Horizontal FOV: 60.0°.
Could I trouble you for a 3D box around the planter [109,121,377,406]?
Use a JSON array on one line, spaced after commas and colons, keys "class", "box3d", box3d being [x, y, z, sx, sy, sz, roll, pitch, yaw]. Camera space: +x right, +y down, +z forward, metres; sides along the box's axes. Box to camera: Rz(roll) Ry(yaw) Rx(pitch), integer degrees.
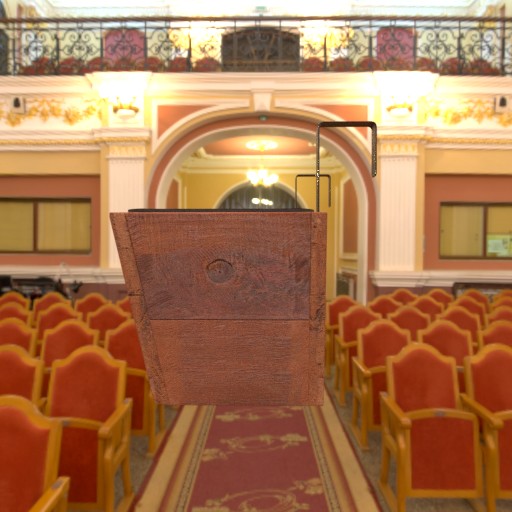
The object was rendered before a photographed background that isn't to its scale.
[{"class": "planter", "box3d": [0.000, 0.000, 0.642, 0.262, 0.289, 0.480, 0, 0, 1]}]
